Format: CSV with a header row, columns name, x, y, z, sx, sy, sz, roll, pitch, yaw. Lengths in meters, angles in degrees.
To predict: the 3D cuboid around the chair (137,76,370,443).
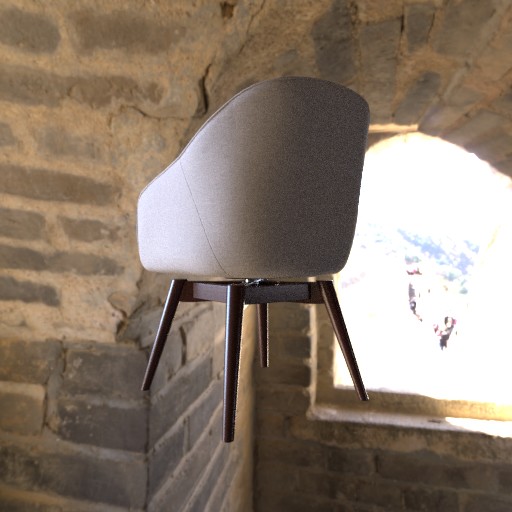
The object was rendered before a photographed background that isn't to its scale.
name,x,y,z,sx,sy,sz,roll,pitch,yaw
chair,0.000,0.000,1.296,0.596,0.823,0.635,0,0,-37
